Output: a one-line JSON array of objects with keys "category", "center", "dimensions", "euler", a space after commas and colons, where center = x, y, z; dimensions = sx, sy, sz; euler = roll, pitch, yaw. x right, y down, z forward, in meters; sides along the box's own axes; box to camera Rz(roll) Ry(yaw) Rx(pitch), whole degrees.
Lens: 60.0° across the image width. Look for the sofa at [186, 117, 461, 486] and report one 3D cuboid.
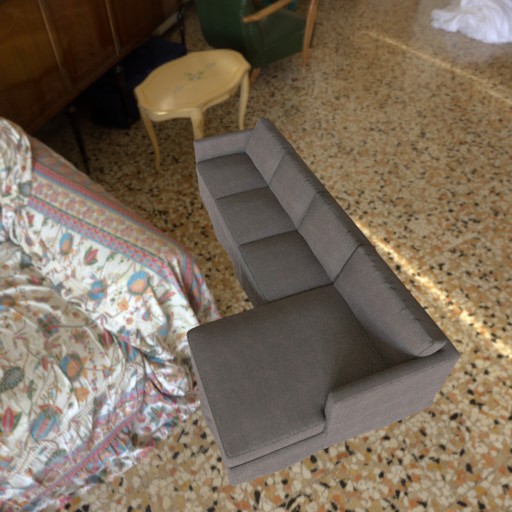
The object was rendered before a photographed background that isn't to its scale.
[{"category": "sofa", "center": [0.000, 0.000, 3.872], "dimensions": [1.650, 0.922, 3.205], "euler": [-15, 48, -15]}]
